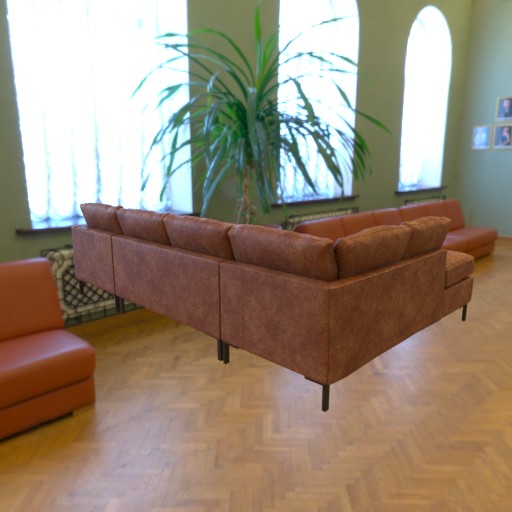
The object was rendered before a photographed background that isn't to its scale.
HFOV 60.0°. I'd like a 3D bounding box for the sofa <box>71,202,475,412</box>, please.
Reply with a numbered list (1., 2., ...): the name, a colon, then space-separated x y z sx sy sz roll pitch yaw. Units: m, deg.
1. sofa: 0.000 0.000 3.818 2.956 0.900 1.939 12 17 43
